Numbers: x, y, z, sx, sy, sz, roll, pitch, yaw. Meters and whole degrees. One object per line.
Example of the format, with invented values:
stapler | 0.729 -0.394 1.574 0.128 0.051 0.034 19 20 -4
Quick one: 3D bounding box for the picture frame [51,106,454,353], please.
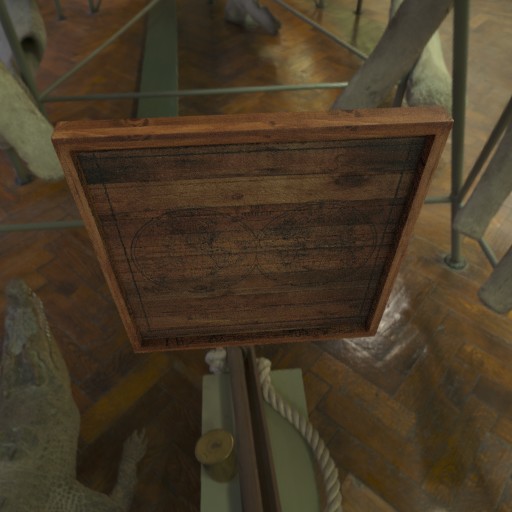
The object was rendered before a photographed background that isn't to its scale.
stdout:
picture frame | 0.000 0.000 0.525 0.352 0.356 0.028 -3 48 -3
